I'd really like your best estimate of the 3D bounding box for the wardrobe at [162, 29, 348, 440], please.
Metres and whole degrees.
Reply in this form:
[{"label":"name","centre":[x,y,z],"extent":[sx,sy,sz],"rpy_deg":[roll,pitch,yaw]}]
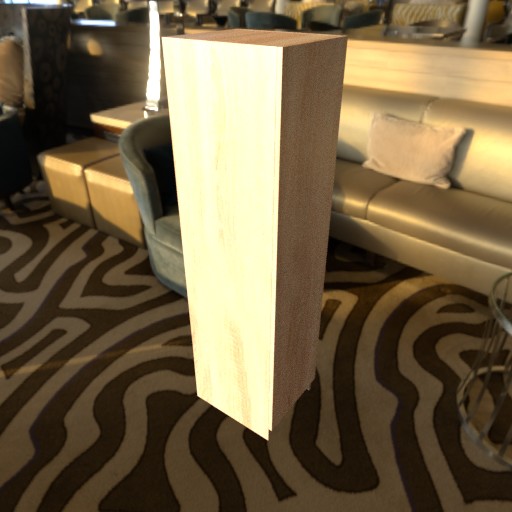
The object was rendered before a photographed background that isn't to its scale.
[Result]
[{"label":"wardrobe","centre":[0.000,0.000,2.375],"extent":[0.588,2.117,0.496],"rpy_deg":[21,37,30]}]
